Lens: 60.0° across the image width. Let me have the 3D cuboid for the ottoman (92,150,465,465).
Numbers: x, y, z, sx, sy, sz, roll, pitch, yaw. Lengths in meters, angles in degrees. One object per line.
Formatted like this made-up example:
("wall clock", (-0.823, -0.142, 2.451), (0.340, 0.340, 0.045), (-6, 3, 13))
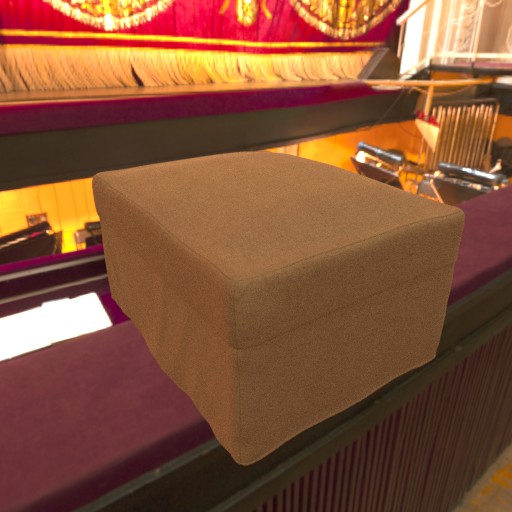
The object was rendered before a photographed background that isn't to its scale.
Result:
("ottoman", (0.000, 0.000, 1.252), (0.650, 0.485, 0.833), (-16, 30, -30))
